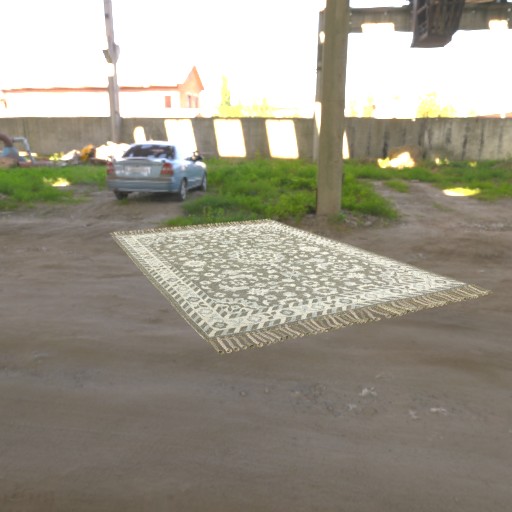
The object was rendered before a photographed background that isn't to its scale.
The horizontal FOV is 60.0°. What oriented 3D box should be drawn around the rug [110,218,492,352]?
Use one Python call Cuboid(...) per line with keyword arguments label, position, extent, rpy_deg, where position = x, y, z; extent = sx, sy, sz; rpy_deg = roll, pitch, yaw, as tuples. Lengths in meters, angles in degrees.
Cuboid(label="rug", position=(0.000, 0.000, 2.976), extent=(1.530, 0.025, 2.431), rpy_deg=(-7, 16, -26))
